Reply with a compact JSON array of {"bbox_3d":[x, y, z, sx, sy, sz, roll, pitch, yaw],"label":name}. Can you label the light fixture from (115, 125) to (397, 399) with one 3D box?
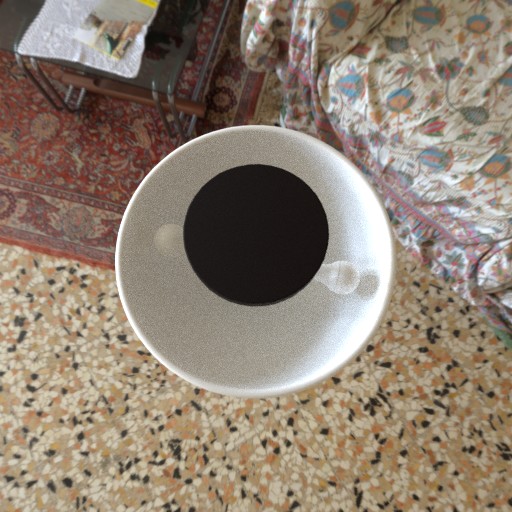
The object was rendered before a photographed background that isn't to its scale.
[{"bbox_3d":[0.000,0.000,0.543,0.331,0.212,0.331,0,76,0],"label":"light fixture"}]
